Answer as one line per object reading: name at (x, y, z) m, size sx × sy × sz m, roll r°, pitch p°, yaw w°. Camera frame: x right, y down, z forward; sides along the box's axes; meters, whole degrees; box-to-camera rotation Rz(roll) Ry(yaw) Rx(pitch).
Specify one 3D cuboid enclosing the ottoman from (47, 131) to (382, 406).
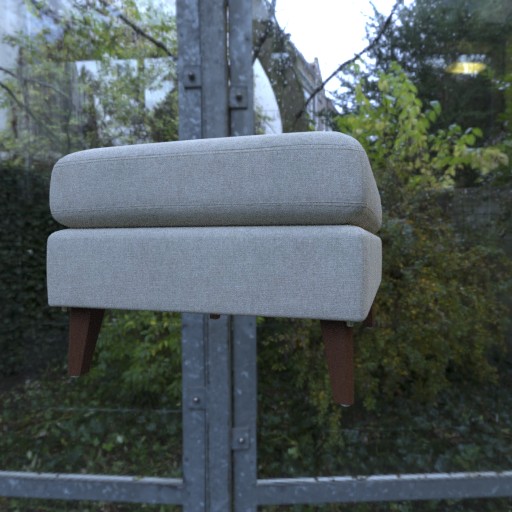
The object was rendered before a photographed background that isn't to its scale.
ottoman at (0.000, 0.000, 1.154) m, size 0.610 × 0.478 × 0.823 m, roll 0°, pitch 1°, yaw 17°
